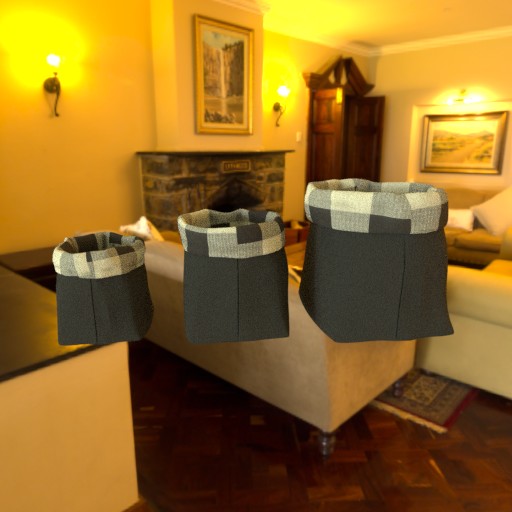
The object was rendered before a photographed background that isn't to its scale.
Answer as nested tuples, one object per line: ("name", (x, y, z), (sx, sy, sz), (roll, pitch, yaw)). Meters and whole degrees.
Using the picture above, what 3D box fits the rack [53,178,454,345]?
("rack", (0.000, 0.000, 1.033), (0.889, 0.329, 0.370), (-2, 14, -6))
